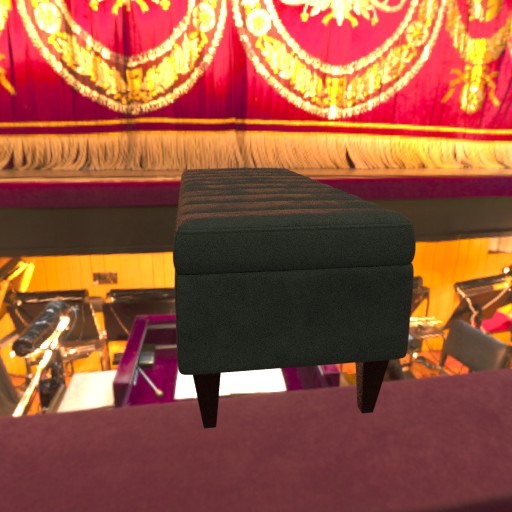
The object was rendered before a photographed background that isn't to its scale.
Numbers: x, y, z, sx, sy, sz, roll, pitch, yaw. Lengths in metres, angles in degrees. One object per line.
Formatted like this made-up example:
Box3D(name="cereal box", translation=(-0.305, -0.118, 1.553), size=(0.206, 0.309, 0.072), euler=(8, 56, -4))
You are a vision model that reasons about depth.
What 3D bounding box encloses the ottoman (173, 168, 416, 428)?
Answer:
Box3D(name="ottoman", translation=(0.000, 0.000, 1.419), size=(0.482, 0.469, 1.151), euler=(-2, 16, -8))
